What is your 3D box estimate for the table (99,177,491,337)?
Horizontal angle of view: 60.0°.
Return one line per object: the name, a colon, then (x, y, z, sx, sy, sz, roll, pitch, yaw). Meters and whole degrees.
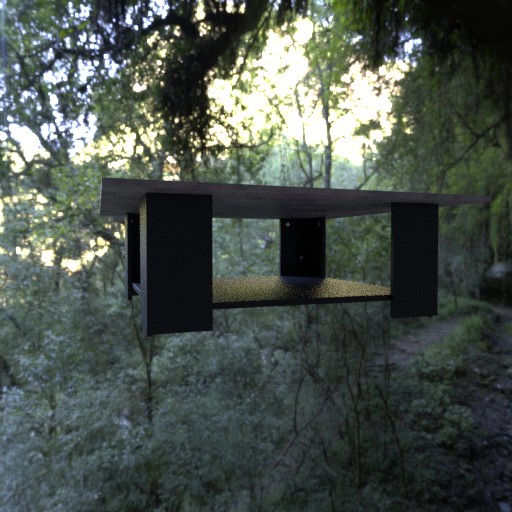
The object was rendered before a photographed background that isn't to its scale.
table: (0.000, 0.000, 1.345, 0.890, 0.305, 0.890, -1, 2, -20)
